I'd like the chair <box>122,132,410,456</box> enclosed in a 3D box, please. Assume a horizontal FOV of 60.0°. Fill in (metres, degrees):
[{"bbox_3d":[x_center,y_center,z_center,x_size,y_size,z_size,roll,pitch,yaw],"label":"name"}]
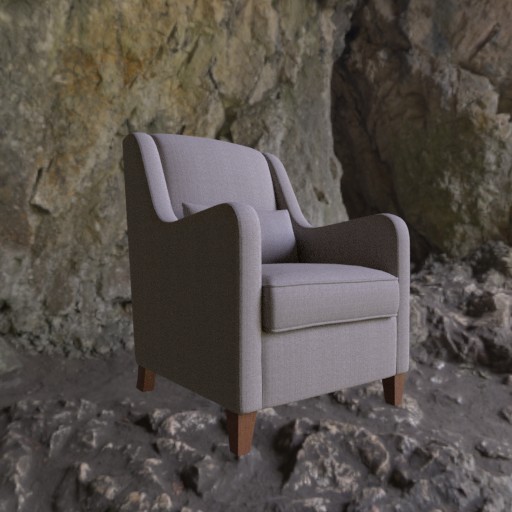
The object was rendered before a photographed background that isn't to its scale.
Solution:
[{"bbox_3d":[0.000,0.000,1.643,0.715,1.017,0.890,0,1,-36],"label":"chair"}]
